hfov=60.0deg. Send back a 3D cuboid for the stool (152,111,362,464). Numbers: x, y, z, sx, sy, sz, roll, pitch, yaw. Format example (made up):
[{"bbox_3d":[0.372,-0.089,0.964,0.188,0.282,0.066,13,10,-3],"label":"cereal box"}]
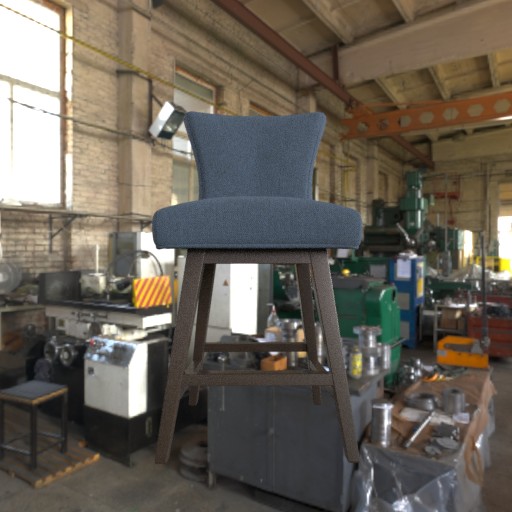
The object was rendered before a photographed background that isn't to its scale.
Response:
[{"bbox_3d":[0.000,0.000,1.334,0.514,1.000,0.574,0,1,-1],"label":"stool"}]
